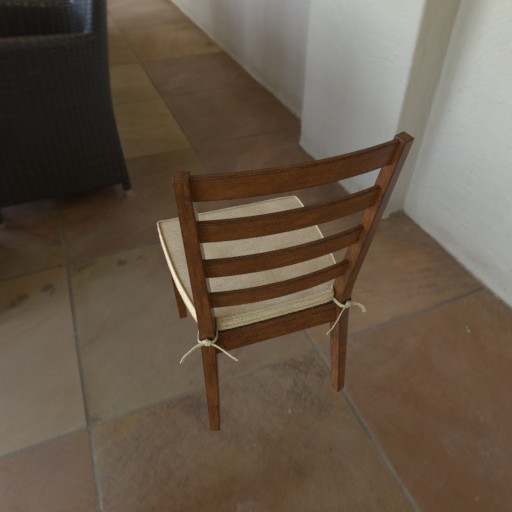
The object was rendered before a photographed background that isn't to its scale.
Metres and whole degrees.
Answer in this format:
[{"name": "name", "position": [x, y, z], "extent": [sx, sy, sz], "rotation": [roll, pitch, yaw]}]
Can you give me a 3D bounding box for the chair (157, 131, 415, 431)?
[{"name": "chair", "position": [0.000, 0.000, 1.365], "extent": [0.593, 0.979, 0.595], "rotation": [-13, 44, -14]}]
